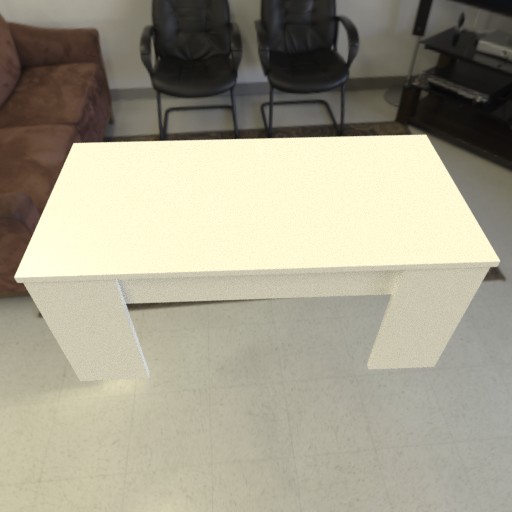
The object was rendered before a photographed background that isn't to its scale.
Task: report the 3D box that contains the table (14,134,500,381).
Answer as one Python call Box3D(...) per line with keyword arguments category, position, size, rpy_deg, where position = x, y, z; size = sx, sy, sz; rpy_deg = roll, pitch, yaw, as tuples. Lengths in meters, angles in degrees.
Box3D(category="table", position=(0.000, 0.000, 1.240), size=(1.000, 0.440, 0.500), rpy_deg=(-2, 46, -2))
